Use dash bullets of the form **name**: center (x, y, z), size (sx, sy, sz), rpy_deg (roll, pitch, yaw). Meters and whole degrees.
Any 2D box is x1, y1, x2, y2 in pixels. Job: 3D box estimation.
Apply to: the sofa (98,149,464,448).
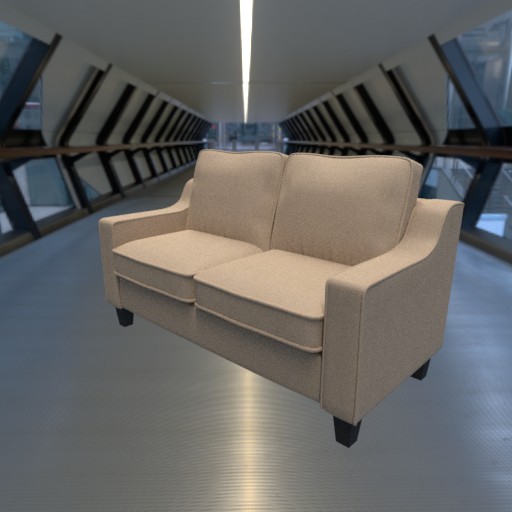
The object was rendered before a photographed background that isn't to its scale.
- **sofa**: center (0.000, 0.000, 3.460), size (2.587, 1.562, 1.351), rpy_deg (14, 21, 41)
